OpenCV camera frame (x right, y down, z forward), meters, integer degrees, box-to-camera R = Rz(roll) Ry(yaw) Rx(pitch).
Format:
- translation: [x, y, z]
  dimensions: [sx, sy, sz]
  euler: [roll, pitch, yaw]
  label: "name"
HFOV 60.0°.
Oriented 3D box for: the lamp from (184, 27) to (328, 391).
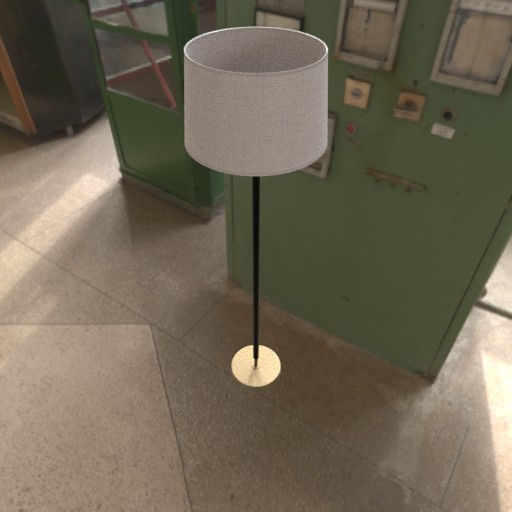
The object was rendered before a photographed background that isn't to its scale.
- translation: [0.000, 0.000, 1.625]
  dimensions: [0.420, 1.447, 0.420]
  euler: [0, 42, 0]
  label: "lamp"
